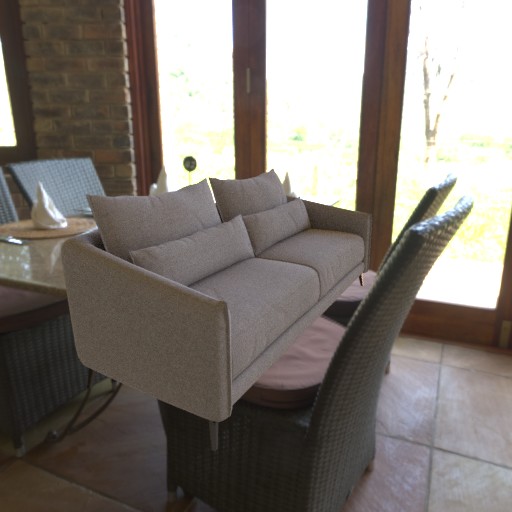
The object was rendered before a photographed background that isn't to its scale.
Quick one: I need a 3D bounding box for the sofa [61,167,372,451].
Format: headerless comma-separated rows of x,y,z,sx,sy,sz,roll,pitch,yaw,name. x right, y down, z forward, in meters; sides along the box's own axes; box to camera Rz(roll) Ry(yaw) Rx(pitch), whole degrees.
0.000,0.000,2.435,0.809,0.833,2.022,8,17,27,sofa
